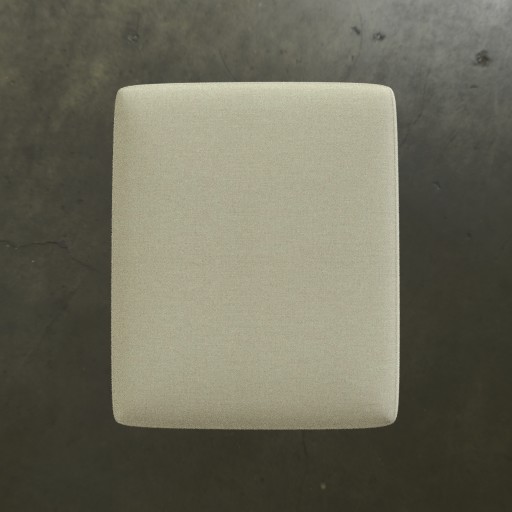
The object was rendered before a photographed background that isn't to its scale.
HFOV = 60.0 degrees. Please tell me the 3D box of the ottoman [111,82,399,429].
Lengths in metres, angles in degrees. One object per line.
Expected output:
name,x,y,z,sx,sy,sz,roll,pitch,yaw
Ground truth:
ottoman,0.000,0.000,1.172,0.657,0.453,0.794,0,89,1
